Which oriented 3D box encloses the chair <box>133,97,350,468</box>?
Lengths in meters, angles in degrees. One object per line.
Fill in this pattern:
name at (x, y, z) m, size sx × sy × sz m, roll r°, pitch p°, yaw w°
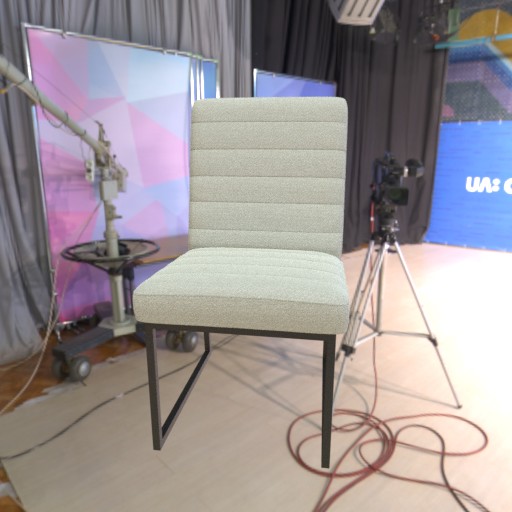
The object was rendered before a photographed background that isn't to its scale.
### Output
chair at (0.000, 0.000, 1.311) m, size 0.520 × 0.930 × 0.634 m, roll 2°, pitch 15°, yaw 8°
